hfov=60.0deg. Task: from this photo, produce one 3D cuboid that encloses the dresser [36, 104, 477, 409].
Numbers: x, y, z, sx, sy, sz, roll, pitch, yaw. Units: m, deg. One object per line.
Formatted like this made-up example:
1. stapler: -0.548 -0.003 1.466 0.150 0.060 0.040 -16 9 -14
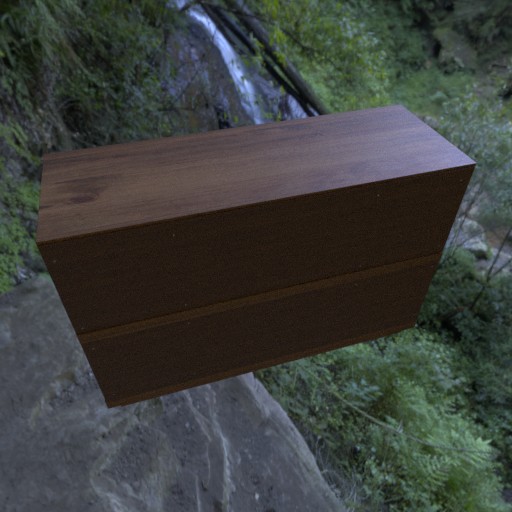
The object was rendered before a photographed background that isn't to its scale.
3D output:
1. dresser: 0.000 0.000 1.646 1.261 0.825 0.479 -12 44 -13
